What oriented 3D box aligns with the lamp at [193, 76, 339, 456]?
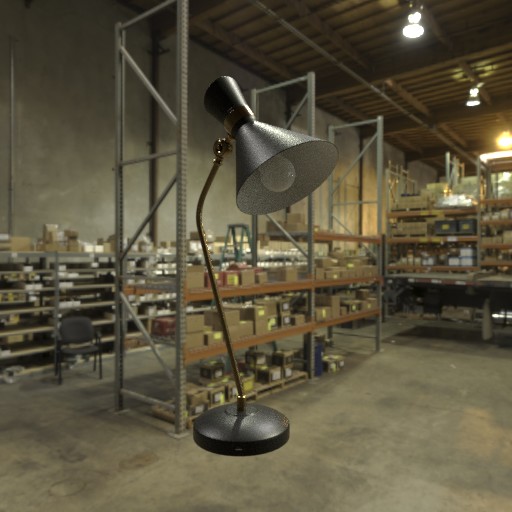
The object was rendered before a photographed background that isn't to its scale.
[{"bbox_3d":[0.000,0.000,0.779,0.292,0.647,0.189,0,0,38],"label":"lamp"}]
